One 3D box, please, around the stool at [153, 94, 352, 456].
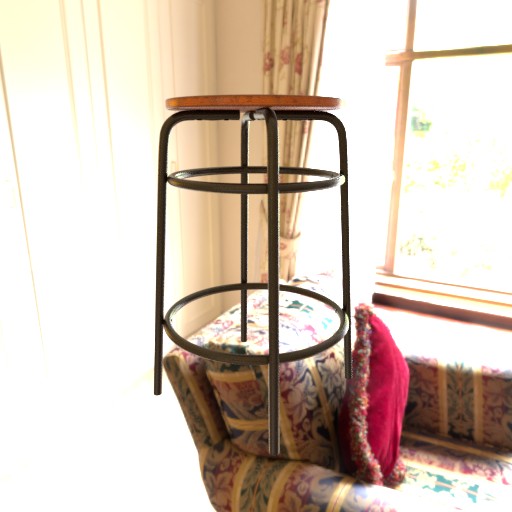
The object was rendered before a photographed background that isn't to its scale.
[{"bbox_3d":[0.000,0.000,0.919,0.455,0.610,0.455,-2,16,-8],"label":"stool"}]
